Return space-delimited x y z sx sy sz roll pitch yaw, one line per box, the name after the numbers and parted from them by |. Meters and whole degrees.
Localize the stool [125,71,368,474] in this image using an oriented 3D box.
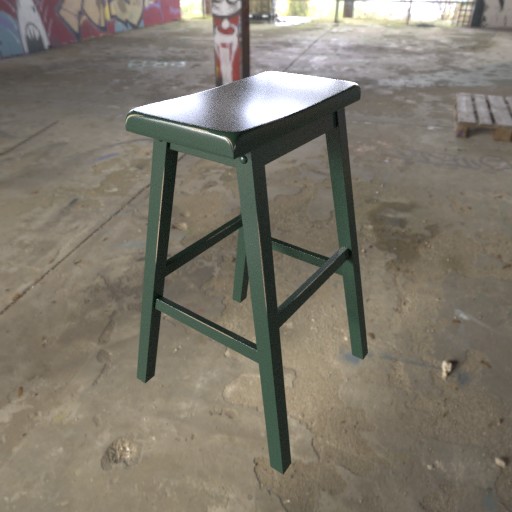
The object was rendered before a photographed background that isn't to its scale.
0.000 0.000 1.052 0.476 0.737 0.457 21 39 29 | stool
